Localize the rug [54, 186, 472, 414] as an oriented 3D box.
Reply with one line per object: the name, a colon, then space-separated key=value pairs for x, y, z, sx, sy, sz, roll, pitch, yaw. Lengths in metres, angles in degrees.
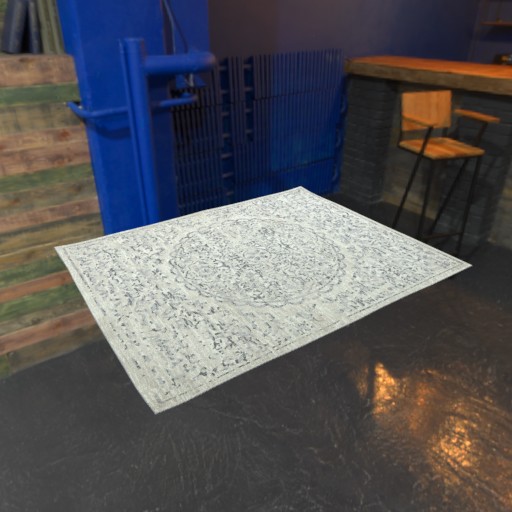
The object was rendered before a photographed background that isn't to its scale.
rug: x=0.000 y=0.000 z=3.951 sx=2.925 sy=0.026 sz=2.343 roll=-18 pitch=34 yaw=-29
